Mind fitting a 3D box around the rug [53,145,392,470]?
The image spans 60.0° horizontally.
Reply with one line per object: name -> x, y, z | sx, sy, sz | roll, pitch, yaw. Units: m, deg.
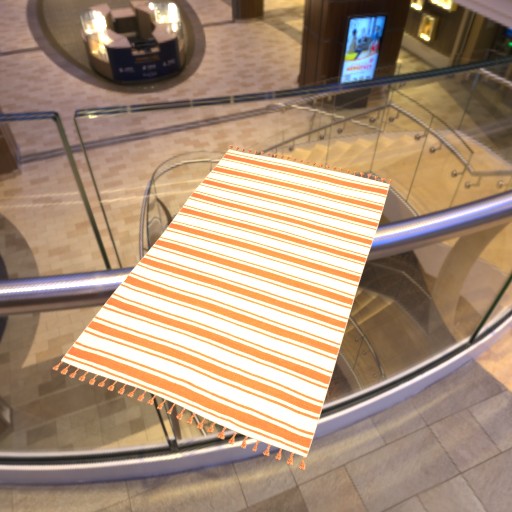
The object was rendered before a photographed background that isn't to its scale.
rug -> 0.000, 0.000, 2.588 | 1.232, 0.017, 2.092 | 16, 48, 15
